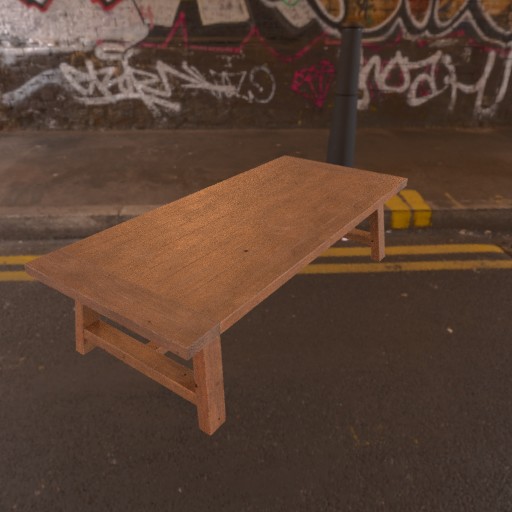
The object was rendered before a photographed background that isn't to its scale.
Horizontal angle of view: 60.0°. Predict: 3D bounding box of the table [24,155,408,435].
[{"bbox_3d":[0.000,0.000,2.178,0.820,0.465,1.800,19,33,31],"label":"table"}]
